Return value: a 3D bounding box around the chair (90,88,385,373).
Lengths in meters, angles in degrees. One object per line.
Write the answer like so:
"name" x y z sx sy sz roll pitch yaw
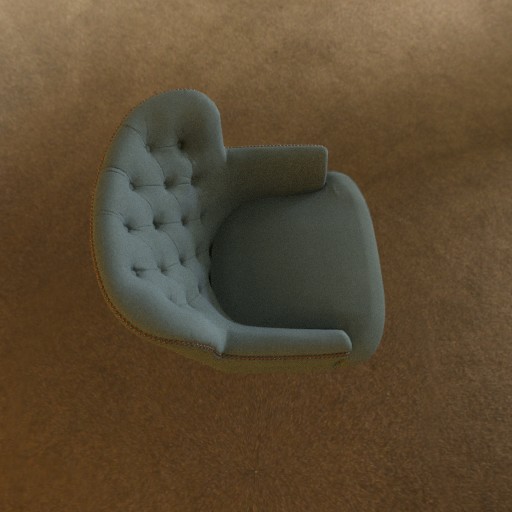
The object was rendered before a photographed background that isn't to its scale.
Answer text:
"chair" 0.000 0.000 1.596 0.906 0.868 0.848 -1 64 -1
